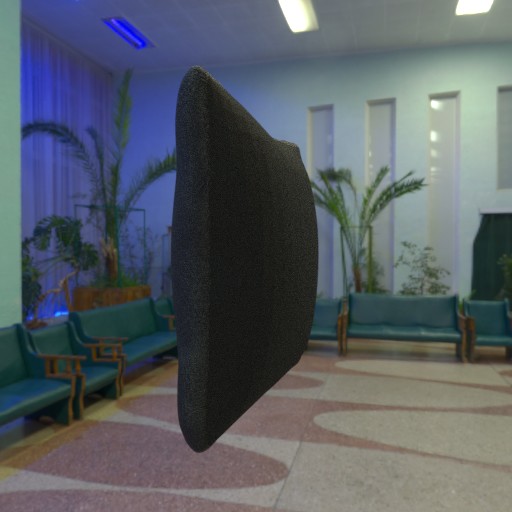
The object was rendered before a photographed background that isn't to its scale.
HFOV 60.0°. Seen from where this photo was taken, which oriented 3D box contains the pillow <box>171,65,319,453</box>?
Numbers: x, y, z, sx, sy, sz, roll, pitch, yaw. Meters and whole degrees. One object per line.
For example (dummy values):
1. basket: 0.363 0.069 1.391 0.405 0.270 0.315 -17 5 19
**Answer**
1. pillow: 0.000 0.000 0.816 0.210 0.523 0.533 0 1 19
